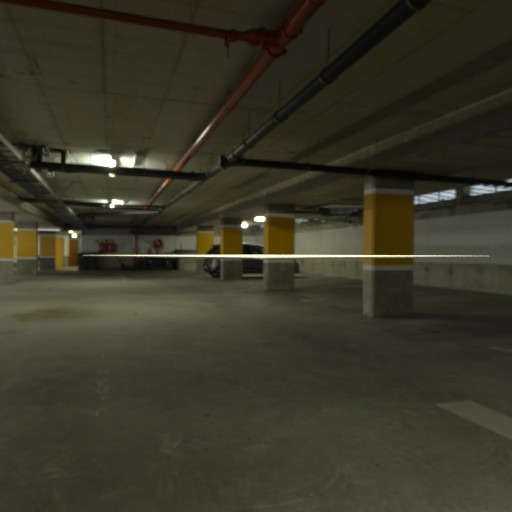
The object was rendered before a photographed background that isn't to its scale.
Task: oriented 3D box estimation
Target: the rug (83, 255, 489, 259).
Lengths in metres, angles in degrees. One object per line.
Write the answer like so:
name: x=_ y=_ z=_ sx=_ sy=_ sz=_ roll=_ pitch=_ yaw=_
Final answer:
rug: x=0.000 y=0.000 z=2.899 sx=1.593 sy=0.008 sz=2.238 roll=0 pitch=0 yaw=-36
